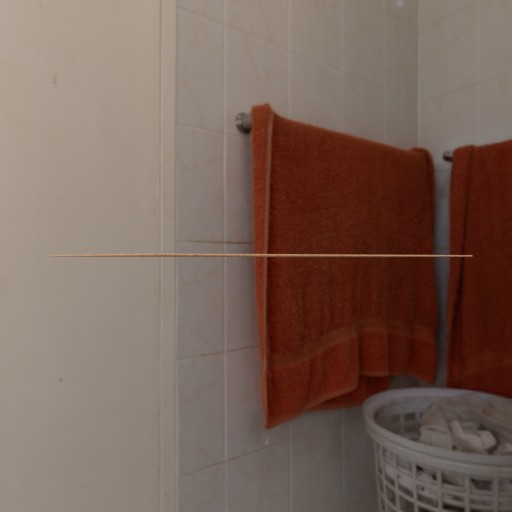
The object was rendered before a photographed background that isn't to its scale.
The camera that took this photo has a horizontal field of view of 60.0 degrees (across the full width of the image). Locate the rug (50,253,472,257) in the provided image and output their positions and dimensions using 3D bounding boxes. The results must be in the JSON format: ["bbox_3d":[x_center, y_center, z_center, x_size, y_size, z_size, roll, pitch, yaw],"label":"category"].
[{"bbox_3d":[0.000,0.000,4.040,3.048,0.013,2.439,0,0,-36],"label":"rug"}]
